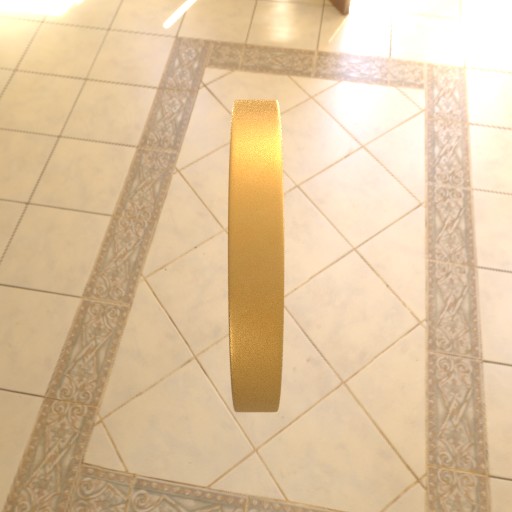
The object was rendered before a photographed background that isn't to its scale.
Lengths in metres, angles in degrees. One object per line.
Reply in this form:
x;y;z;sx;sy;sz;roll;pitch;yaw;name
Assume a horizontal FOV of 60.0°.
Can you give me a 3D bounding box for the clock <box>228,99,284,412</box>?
0.000;0.000;0.471;0.040;0.314;0.314;0;64;0;clock
